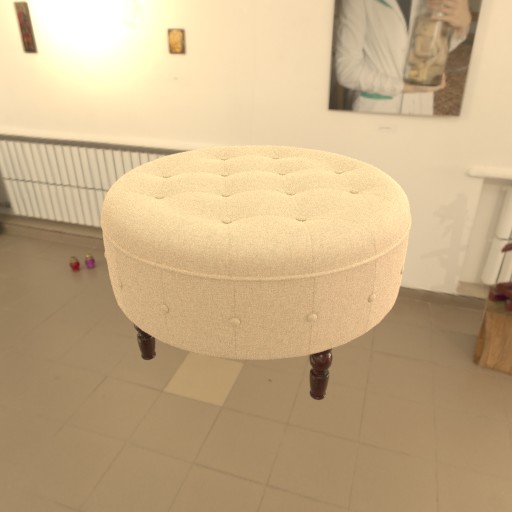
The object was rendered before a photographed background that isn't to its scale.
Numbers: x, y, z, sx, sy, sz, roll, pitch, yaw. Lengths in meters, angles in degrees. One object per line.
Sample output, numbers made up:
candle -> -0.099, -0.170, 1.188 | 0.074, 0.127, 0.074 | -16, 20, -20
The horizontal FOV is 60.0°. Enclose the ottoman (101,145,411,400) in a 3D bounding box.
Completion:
ottoman -> 0.000, 0.000, 1.344 | 0.848, 0.494, 0.848 | 0, 28, 0
